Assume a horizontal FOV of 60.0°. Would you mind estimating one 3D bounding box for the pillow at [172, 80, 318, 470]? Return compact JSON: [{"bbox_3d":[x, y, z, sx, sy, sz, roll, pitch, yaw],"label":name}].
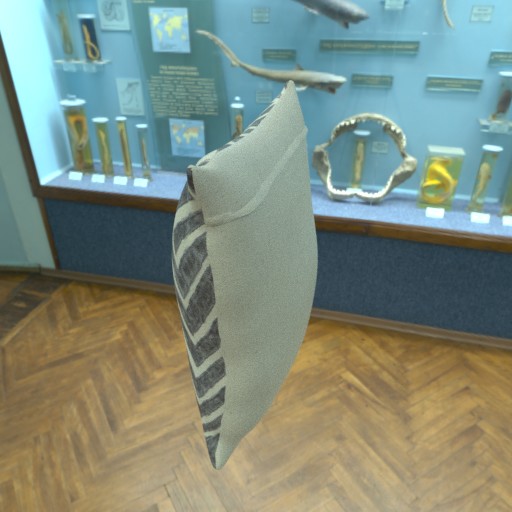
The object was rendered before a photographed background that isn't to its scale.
[{"bbox_3d":[0.000,0.000,0.673,0.182,0.441,0.440,8,32,14],"label":"pillow"}]
